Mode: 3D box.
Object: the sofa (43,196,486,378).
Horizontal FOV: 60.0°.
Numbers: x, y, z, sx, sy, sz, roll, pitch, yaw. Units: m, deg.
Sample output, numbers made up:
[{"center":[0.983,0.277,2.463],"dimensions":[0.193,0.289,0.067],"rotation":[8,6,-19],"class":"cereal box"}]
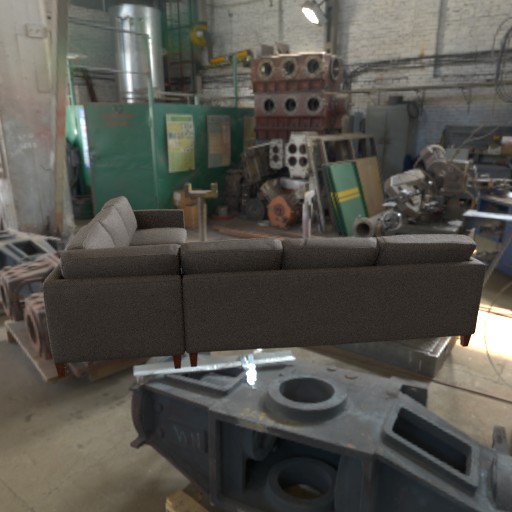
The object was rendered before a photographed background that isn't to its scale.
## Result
[{"center":[0.000,0.000,4.453],"dimensions":[3.302,0.947,2.593],"rotation":[-2,17,-8],"class":"sofa"}]
